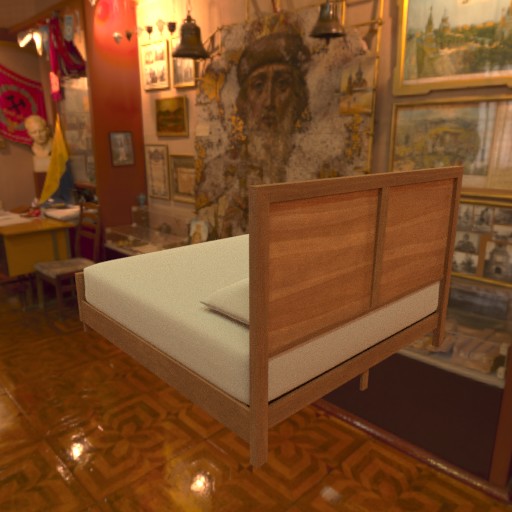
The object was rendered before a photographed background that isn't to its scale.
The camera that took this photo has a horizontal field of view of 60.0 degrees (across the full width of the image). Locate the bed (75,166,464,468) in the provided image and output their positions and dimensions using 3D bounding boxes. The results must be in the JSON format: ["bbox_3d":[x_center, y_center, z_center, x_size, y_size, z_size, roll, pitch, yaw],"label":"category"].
[{"bbox_3d":[0.000,0.000,3.447,2.003,1.387,2.184,-13,20,-41],"label":"bed"}]
